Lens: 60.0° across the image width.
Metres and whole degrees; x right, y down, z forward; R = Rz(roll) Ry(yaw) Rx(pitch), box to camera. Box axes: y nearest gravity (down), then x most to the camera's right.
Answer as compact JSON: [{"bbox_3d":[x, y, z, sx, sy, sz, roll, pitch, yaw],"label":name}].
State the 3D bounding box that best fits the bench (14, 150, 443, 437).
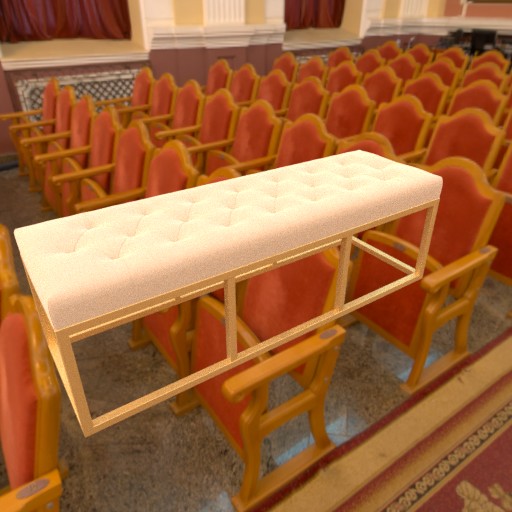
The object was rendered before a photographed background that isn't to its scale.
[{"bbox_3d":[0.000,0.000,1.644,1.473,0.484,0.457,-19,35,-29],"label":"bench"}]
